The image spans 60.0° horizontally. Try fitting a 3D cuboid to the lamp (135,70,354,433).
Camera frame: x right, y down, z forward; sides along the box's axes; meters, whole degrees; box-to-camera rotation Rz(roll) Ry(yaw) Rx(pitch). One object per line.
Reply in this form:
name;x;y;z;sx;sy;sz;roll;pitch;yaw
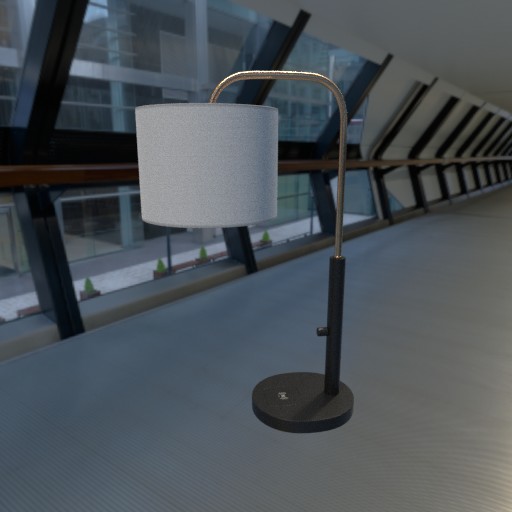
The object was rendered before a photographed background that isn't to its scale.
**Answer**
lamp;0.000;0.000;0.691;0.337;0.540;0.199;-2;14;-9
